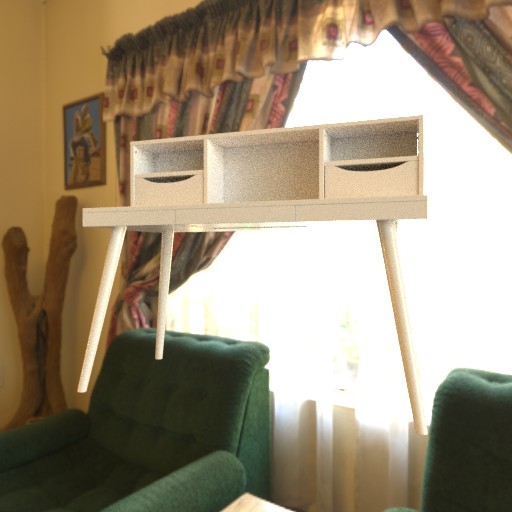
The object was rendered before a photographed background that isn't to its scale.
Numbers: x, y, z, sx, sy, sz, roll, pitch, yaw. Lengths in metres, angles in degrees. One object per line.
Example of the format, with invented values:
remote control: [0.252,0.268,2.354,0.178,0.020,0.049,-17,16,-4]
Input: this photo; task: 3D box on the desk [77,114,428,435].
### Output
desk: [0.000,0.000,1.682,1.199,0.990,0.559,0,0,19]
